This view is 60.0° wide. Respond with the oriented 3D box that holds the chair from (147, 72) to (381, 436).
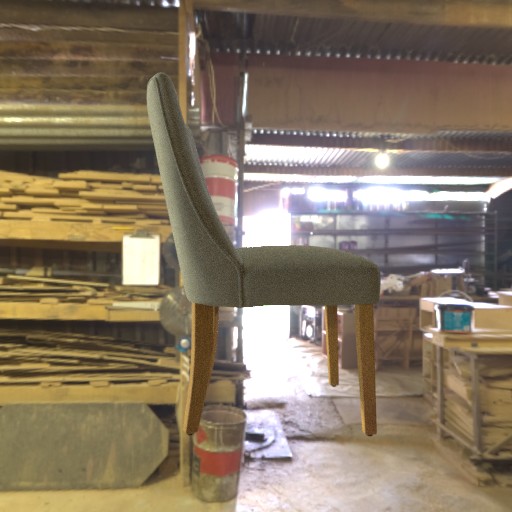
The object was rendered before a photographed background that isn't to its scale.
[{"bbox_3d":[0.000,0.000,1.314,0.610,0.902,0.495,0,0,-2],"label":"chair"}]
